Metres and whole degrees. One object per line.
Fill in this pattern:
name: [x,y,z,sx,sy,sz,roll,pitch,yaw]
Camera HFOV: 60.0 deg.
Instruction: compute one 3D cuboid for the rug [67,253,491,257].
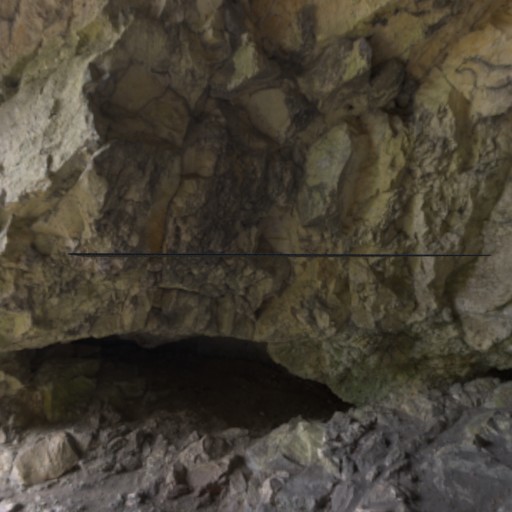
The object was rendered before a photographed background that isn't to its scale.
rug: [0.000,0.000,4.103,3.048,0.010,2.438,0,0,-19]
